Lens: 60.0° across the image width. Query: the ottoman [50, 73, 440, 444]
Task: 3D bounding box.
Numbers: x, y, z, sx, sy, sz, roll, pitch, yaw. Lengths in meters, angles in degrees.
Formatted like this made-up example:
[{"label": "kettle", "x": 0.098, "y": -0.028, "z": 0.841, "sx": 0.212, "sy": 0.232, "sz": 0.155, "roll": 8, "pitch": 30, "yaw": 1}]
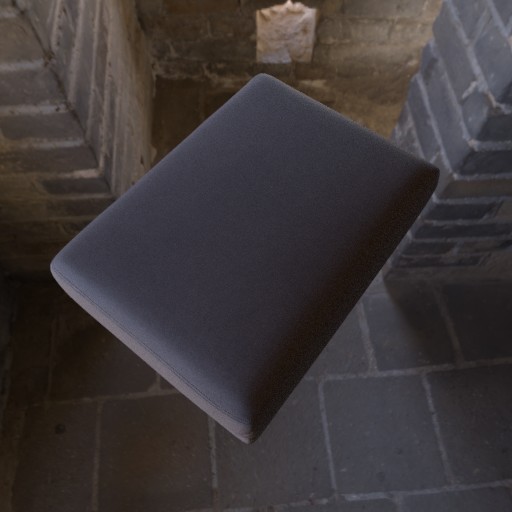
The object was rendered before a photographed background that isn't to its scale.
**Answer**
[{"label": "ottoman", "x": 0.000, "y": 0.000, "z": 1.167, "sx": 0.574, "sy": 0.497, "sz": 0.773, "roll": 35, "pitch": 67, "yaw": 17}]
